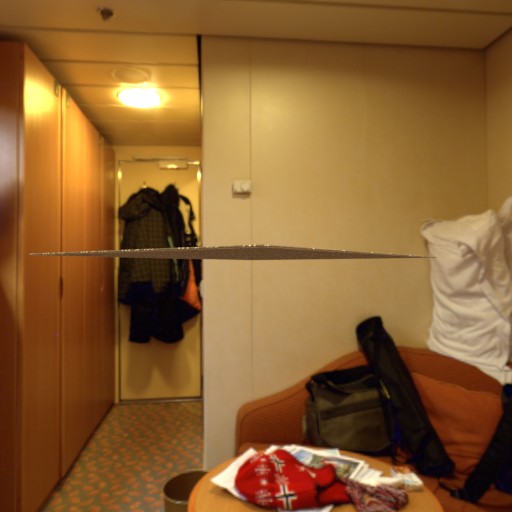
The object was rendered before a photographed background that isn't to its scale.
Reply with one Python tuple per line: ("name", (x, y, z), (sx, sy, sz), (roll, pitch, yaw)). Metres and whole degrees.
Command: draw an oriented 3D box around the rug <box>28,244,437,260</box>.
("rug", (0.000, 0.000, 4.179), (2.457, 0.012, 3.062), (-1, -2, 37))
